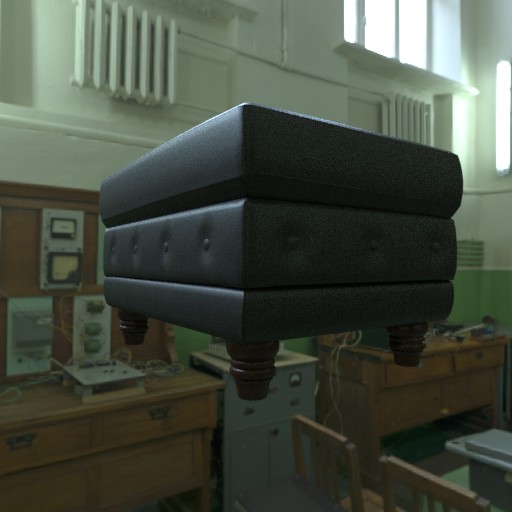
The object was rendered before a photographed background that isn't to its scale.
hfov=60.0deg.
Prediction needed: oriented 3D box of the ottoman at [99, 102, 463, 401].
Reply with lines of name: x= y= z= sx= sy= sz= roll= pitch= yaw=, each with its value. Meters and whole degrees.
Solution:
ottoman: x=0.000 y=0.000 z=1.135 sx=0.590 sy=0.498 sz=0.795 roll=1 pitch=-1 yaw=-35
